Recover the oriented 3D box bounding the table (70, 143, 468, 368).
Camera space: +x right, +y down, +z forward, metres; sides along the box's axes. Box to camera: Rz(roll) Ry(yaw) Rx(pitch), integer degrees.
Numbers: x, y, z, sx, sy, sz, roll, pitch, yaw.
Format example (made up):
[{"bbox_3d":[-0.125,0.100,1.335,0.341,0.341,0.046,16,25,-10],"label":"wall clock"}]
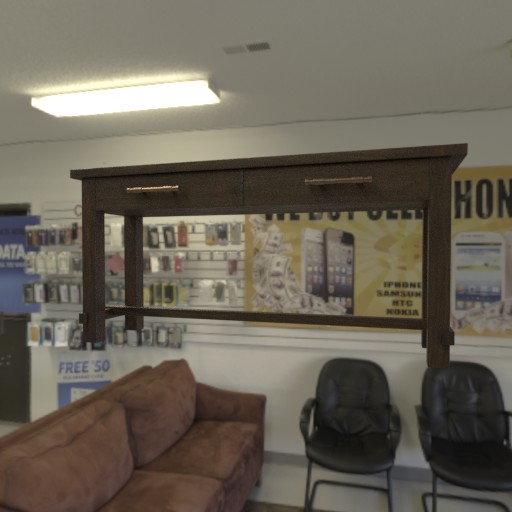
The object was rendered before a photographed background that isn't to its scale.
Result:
[{"bbox_3d":[0.000,0.000,1.899,1.599,0.762,0.442,0,1,17],"label":"table"}]
